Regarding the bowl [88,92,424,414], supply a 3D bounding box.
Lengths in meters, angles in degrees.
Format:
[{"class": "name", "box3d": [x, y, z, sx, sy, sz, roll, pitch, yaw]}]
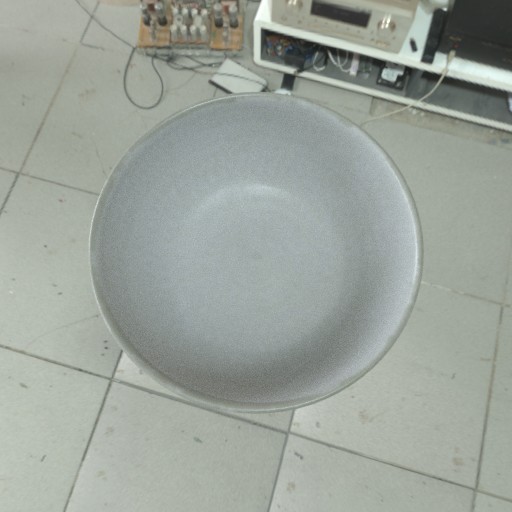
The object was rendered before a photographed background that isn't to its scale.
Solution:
[{"class": "bowl", "box3d": [0.000, 0.000, 0.411, 0.268, 0.121, 0.268, 0, 75, 0]}]
